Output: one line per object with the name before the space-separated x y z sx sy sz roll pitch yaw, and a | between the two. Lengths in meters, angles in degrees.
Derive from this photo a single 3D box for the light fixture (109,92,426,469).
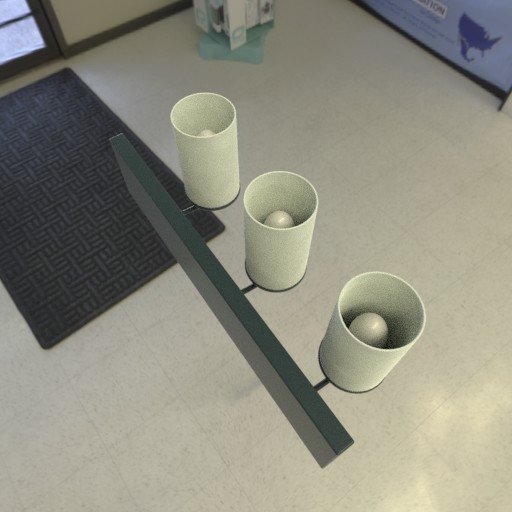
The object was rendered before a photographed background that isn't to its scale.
light fixture | 0.000 0.000 0.532 0.145 0.172 0.451 -31 63 -17
